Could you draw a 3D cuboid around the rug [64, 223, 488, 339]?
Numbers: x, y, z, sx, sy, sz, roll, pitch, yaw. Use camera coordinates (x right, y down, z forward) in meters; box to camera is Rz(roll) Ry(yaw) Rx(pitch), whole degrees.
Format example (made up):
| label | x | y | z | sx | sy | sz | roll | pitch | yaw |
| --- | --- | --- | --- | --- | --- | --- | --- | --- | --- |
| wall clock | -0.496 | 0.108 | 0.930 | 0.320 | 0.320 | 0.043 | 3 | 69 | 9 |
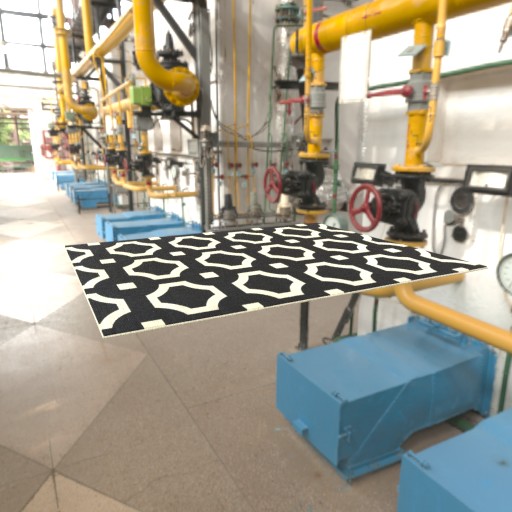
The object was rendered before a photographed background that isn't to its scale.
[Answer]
| label | x | y | z | sx | sy | sz | roll | pitch | yaw |
| --- | --- | --- | --- | --- | --- | --- | --- | --- | --- |
| rug | 0.000 | 0.000 | 4.041 | 3.049 | 0.021 | 2.466 | -7 | 15 | -26 |
